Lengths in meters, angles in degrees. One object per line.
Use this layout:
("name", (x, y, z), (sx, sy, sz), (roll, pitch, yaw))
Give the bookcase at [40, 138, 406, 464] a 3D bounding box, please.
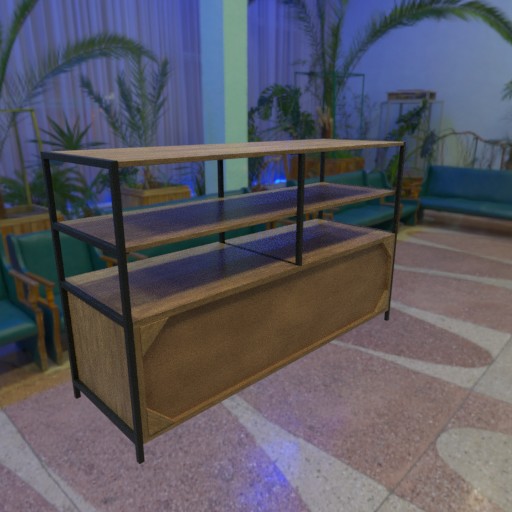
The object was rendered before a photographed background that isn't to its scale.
("bookcase", (0.000, 0.000, 1.469), (1.149, 0.712, 0.391), (-16, 23, -42))
